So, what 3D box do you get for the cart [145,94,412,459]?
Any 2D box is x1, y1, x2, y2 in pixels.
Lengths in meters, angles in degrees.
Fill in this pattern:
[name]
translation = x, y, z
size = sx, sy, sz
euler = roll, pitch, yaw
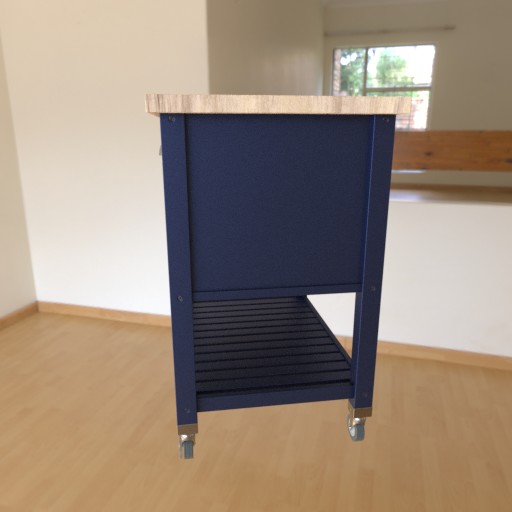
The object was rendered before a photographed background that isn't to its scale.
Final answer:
[cart]
translation = 0.000, 0.000, 1.429
size = 0.567, 0.920, 0.797
euler = -2, 16, -8
